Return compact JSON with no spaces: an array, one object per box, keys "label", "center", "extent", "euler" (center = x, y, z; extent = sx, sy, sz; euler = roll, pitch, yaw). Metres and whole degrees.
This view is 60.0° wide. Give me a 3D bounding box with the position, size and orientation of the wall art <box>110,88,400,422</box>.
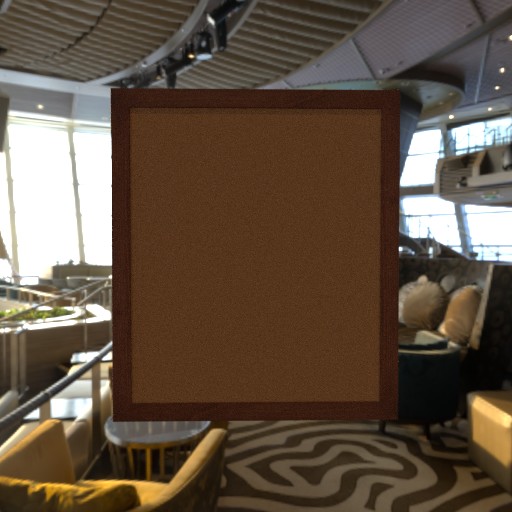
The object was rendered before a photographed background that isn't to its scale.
[{"label":"wall art","center":[0.000,0.000,0.524],"extent":[0.330,0.381,0.030],"euler":[0,1,-1]}]
